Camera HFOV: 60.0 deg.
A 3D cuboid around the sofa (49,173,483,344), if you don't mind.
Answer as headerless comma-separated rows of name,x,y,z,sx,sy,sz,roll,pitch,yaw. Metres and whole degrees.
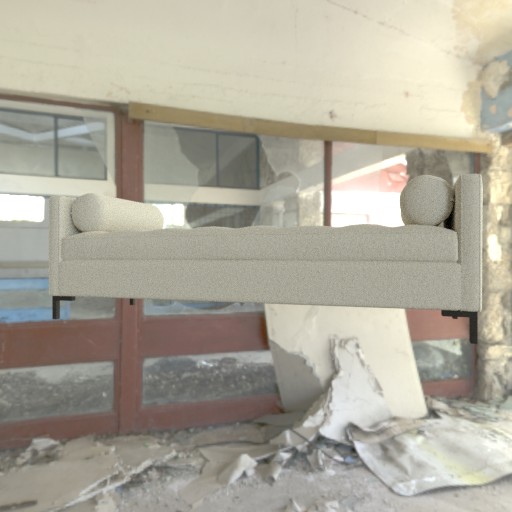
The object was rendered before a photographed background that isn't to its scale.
sofa,0.000,0.000,2.260,1.985,0.641,0.746,0,0,19
